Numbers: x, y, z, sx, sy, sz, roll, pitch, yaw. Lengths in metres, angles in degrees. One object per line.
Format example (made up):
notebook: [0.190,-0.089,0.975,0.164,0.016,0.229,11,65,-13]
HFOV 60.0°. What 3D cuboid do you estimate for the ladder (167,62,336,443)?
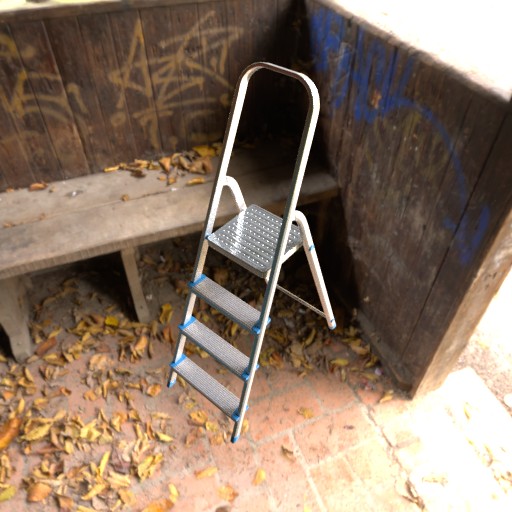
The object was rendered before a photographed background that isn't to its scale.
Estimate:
ladder: [0.000,0.000,1.788,0.445,1.434,0.842,31,52,27]
